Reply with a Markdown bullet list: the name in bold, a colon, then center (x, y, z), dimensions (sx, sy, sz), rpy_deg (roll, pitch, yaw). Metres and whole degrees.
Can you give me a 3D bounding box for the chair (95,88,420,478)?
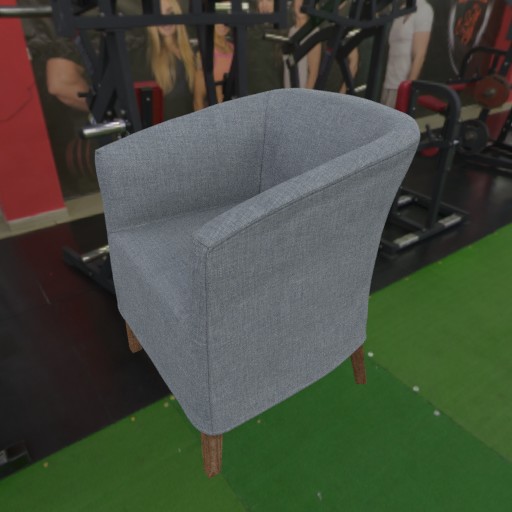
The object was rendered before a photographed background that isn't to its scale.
- **chair**: center (0.000, 0.000, 1.218), dimensions (0.668, 0.771, 0.600), rpy_deg (-19, 36, -28)
